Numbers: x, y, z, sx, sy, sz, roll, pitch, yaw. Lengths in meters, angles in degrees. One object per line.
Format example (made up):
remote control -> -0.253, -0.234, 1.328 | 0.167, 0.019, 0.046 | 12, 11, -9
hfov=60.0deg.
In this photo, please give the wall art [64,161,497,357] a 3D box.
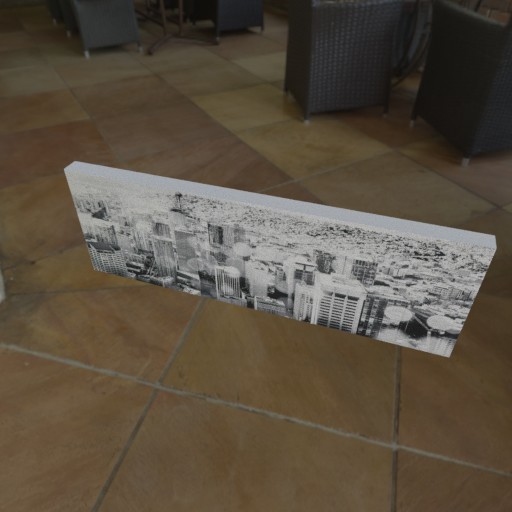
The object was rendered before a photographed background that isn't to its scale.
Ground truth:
wall art -> 0.000, 0.000, 0.844 | 0.763, 0.255, 0.038 | 12, 41, 14
